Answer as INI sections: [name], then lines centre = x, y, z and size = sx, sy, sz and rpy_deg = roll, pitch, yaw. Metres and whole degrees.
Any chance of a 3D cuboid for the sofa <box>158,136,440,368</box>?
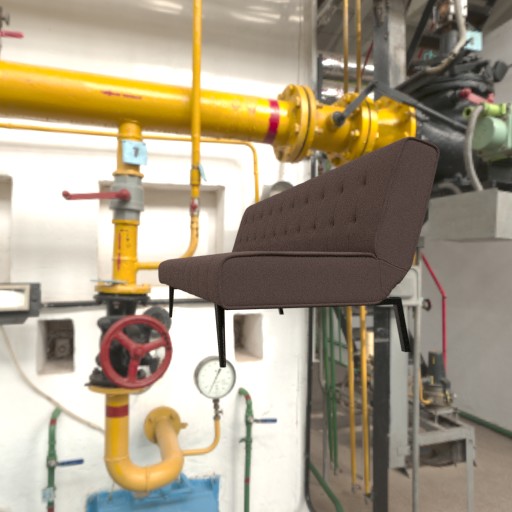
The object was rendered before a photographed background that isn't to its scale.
[sofa]
centre = 0.000, 0.000, 2.072
size = 0.747, 0.699, 1.703
rpy_deg = 0, -1, -18
